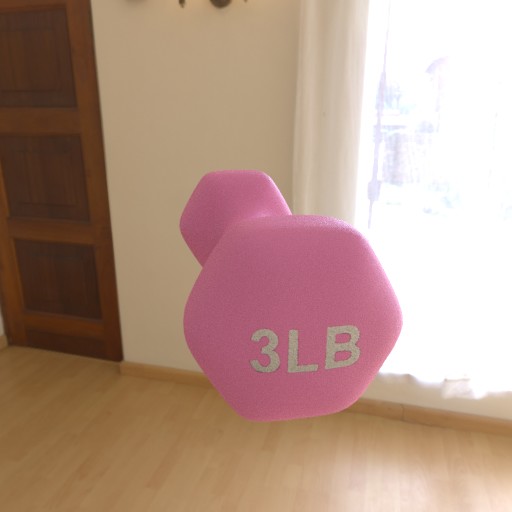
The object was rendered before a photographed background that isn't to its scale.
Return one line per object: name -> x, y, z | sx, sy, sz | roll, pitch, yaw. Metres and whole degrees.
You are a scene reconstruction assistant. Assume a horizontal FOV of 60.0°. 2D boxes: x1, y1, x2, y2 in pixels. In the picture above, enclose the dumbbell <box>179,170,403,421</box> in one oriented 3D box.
dumbbell -> 0.000, 0.000, 0.187 | 0.064, 0.058, 0.159 | -3, 17, -9
